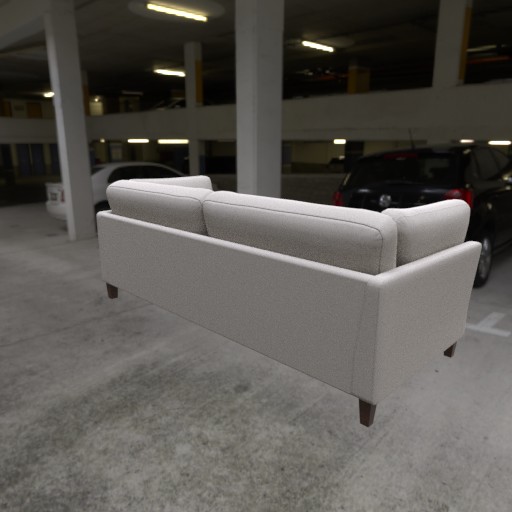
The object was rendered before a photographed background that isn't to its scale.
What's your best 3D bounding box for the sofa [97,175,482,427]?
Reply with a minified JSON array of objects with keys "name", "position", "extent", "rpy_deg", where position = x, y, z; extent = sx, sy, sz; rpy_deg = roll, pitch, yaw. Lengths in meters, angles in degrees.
[{"name":"sofa","position":[0.000,0.000,2.731],"extent":[2.301,0.863,0.957],"rpy_deg":[14,20,43]}]
